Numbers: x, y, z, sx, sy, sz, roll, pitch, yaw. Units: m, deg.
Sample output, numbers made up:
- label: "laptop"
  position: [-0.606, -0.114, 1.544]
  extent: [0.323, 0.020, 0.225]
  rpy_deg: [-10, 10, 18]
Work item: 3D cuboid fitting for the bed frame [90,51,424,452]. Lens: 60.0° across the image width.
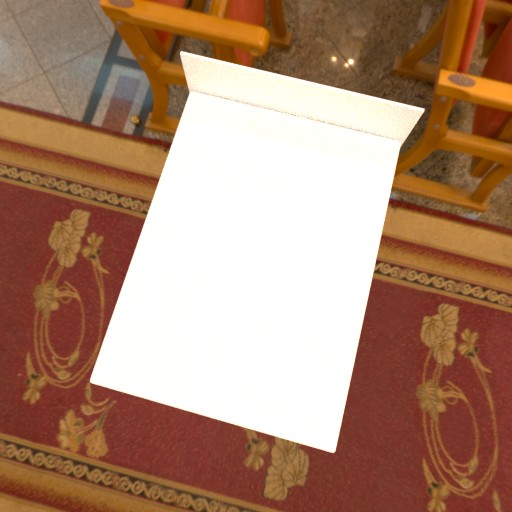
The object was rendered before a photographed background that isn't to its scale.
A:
- label: "bed frame"
  position: [0.000, 0.000, 2.645]
  extent: [1.400, 0.800, 1.900]
  rpy_deg: [15, 77, 4]
